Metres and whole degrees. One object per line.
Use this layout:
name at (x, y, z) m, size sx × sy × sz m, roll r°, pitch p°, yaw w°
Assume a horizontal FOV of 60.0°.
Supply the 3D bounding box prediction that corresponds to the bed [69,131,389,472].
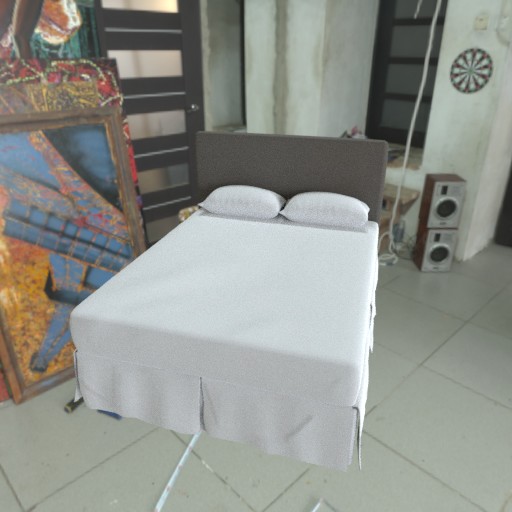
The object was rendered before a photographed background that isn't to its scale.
bed at (0.000, 0.000, 3.099) m, size 1.723 × 1.330 × 2.142 m, roll 7°, pitch 26°, yaw 15°
